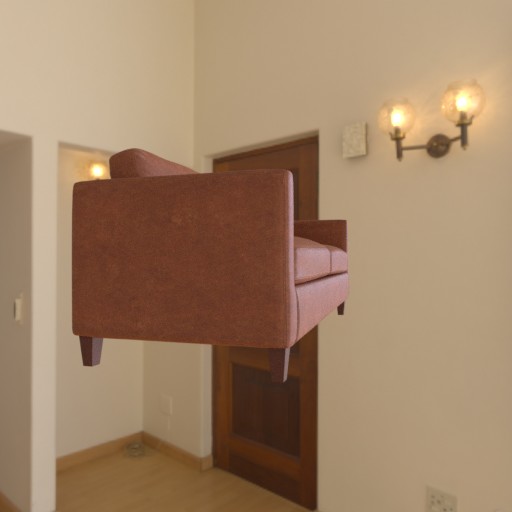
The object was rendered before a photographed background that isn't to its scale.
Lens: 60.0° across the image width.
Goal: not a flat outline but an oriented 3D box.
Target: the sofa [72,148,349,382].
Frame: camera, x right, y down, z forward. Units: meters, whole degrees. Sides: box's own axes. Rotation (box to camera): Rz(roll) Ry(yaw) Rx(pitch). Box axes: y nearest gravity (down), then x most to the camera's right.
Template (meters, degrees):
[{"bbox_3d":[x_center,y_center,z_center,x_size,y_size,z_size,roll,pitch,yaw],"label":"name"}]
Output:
[{"bbox_3d":[0.000,0.000,2.719,0.950,0.932,2.204,0,-1,17],"label":"sofa"}]
